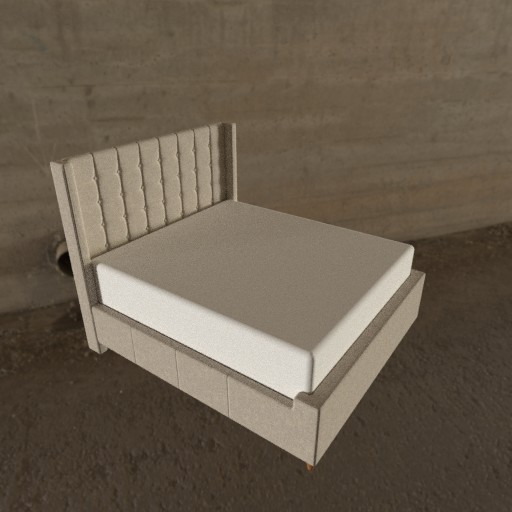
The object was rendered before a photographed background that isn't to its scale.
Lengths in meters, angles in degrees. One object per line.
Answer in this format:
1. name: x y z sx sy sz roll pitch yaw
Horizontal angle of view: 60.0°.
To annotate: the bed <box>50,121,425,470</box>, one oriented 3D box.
1. bed: 0.000 0.000 3.821 2.370 1.743 2.045 18 32 31
